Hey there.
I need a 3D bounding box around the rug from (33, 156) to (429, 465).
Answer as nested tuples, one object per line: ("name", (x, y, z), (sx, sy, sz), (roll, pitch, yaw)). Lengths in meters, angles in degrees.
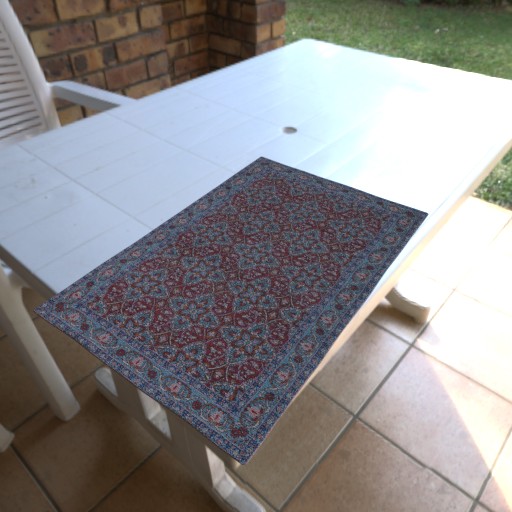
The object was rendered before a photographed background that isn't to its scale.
("rug", (0.000, 0.000, 2.331), (1.219, 0.009, 1.829), (25, 46, 26))
